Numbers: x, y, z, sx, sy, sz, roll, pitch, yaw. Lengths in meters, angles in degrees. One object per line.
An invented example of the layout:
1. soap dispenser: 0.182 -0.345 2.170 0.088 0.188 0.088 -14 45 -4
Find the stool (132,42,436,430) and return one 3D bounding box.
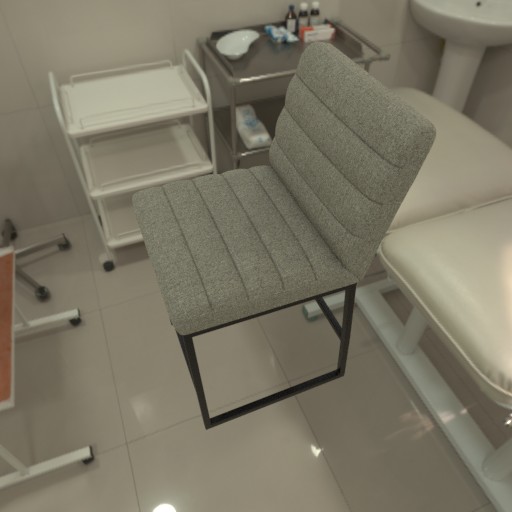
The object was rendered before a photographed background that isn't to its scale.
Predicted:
1. stool: 0.000 0.000 1.228 0.560 0.940 0.460 -16 49 -15
